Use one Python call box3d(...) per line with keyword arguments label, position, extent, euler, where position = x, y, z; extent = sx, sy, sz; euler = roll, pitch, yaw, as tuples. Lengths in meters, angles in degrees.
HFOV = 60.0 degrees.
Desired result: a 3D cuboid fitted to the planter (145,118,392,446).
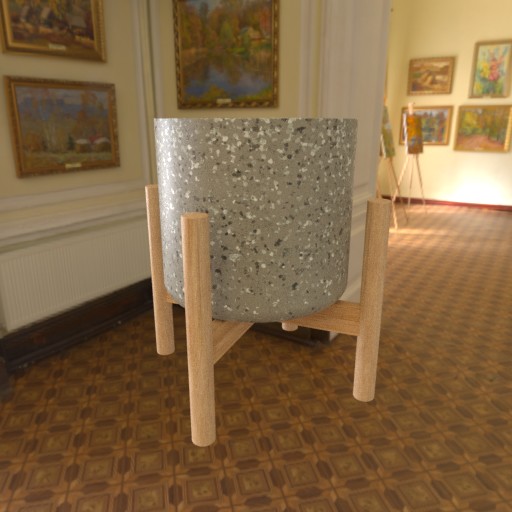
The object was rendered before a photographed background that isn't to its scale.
box3d(label="planter", position=(0.000, 0.000, 0.540), extent=(0.284, 0.320, 0.284), euler=(-16, 23, -42))
